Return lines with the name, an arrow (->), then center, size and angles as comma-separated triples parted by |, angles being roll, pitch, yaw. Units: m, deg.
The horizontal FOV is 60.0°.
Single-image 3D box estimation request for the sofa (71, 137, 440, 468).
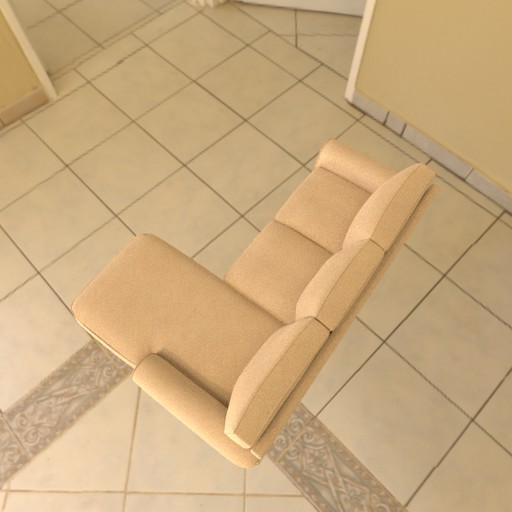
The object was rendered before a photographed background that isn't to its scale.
sofa -> 0.000, 0.000, 2.407 | 1.226, 0.734, 1.770 | 33, 68, 15
